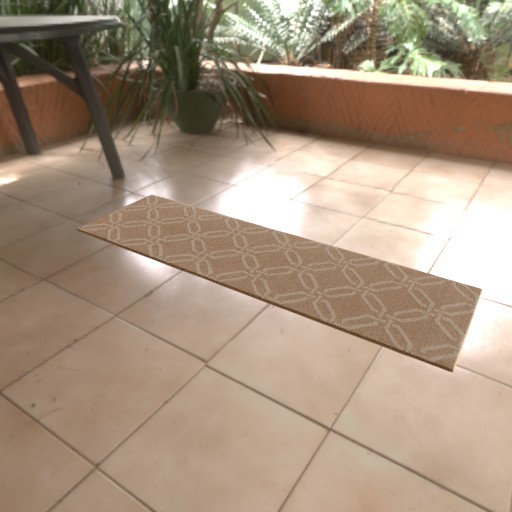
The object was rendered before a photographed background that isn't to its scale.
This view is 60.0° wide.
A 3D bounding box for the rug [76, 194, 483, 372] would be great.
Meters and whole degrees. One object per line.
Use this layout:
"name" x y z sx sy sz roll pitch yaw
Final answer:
"rug" 0.000 0.000 2.511 2.276 0.014 0.678 18 35 28
